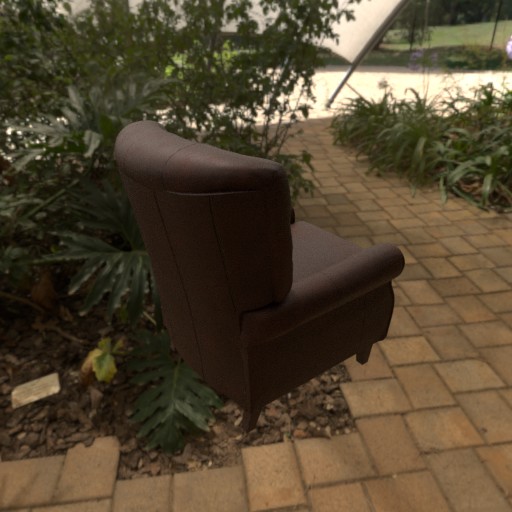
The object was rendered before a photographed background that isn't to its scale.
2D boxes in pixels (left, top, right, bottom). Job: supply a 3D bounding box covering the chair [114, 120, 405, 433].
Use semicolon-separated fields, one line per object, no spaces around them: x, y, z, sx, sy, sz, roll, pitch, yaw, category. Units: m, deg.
0.000;0.000;1.950;1.058;1.158;0.948;-19;33;-32;chair
